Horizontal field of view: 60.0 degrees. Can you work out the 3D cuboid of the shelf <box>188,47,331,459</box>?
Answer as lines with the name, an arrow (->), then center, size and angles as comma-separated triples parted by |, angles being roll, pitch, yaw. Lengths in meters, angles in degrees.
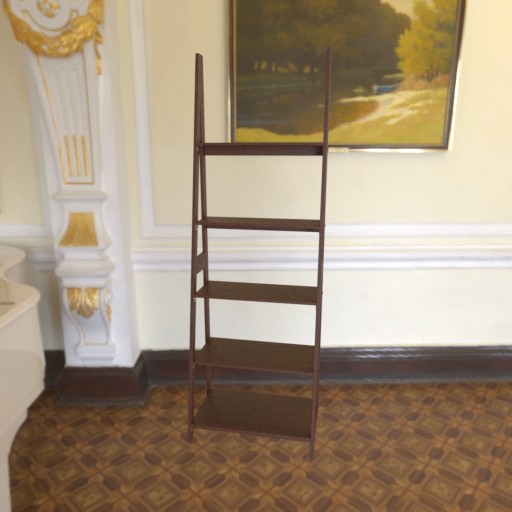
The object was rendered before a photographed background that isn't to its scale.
shelf -> 0.000, 0.000, 2.010 | 0.600, 1.770, 0.350 | 3, 14, 11
